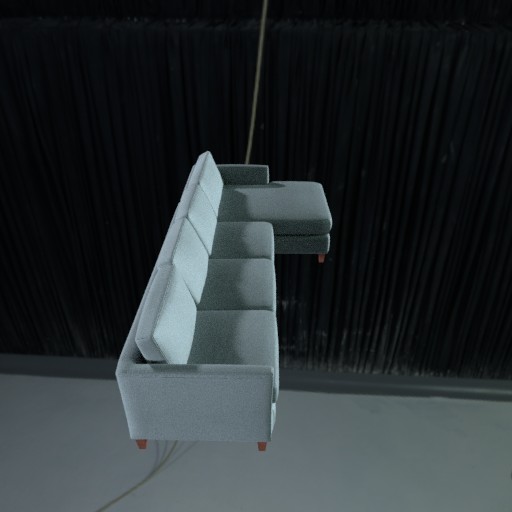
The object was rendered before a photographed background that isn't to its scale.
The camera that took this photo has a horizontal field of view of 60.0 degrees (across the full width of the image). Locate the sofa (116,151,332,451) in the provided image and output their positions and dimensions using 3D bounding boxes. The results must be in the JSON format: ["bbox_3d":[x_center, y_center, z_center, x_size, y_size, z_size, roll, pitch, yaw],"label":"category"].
[{"bbox_3d":[0.000,0.000,4.116,1.604,0.950,3.471,0,32,1],"label":"sofa"}]
